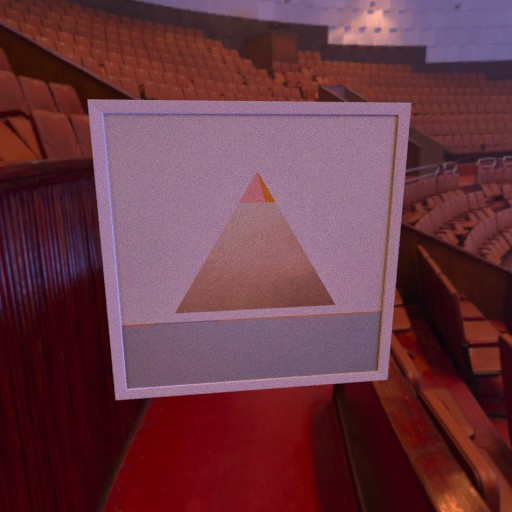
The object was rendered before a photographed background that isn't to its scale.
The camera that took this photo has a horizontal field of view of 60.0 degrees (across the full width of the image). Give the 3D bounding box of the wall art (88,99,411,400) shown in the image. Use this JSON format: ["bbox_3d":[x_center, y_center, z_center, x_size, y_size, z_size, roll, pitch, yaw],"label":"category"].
[{"bbox_3d":[0.000,0.000,1.162,0.768,0.765,0.041,-2,15,-8],"label":"wall art"}]
